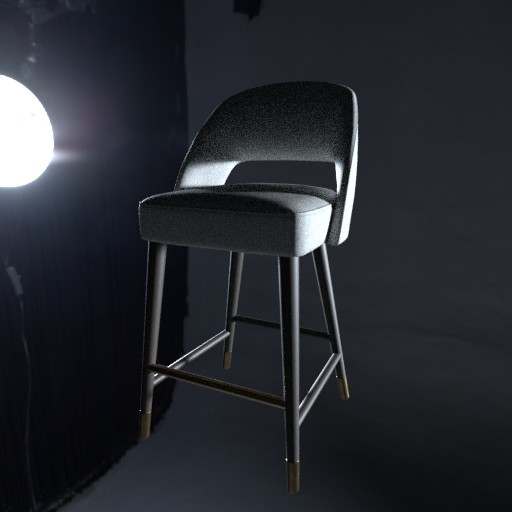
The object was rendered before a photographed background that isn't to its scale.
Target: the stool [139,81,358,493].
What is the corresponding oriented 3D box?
[{"bbox_3d":[0.000,0.000,1.193,0.494,0.940,0.509,7,15,26],"label":"stool"}]
